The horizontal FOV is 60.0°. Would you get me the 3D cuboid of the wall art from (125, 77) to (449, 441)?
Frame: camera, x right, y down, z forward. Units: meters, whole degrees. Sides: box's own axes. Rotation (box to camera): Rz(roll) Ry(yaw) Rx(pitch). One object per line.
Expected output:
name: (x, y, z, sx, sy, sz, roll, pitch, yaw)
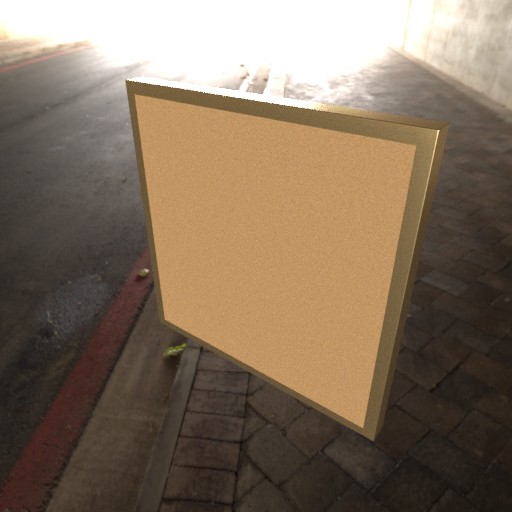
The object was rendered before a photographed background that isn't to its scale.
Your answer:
wall art: (0.000, 0.000, 0.444, 0.305, 0.305, 0.023, 21, 37, 31)
